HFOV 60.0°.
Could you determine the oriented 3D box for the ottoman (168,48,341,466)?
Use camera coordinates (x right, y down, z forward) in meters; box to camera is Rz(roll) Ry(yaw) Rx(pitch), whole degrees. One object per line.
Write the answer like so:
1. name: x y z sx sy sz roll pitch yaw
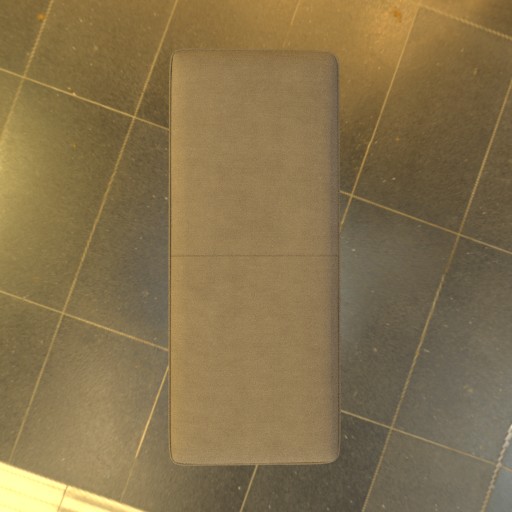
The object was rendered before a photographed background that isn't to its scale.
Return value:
1. ottoman: 0.000 0.000 2.031 0.751 0.470 1.764 0 89 -1
